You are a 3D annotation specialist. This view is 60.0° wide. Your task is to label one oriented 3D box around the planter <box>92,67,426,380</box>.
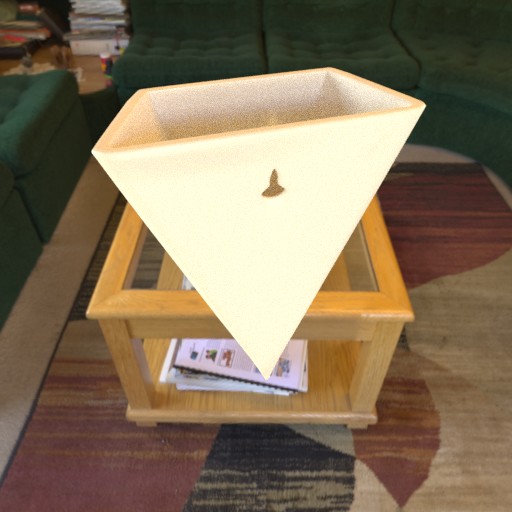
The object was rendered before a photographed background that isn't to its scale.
[{"bbox_3d":[0.000,0.000,0.274,0.150,0.197,0.060,-12,44,-12],"label":"planter"}]
